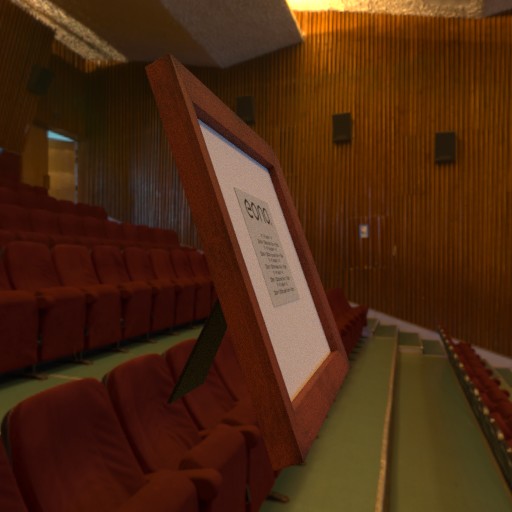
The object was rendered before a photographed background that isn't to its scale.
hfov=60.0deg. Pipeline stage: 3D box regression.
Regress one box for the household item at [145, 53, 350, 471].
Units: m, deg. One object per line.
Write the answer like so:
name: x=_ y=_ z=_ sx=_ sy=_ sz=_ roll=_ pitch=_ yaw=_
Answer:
household item: x=0.000 y=0.000 z=0.373 sx=0.131 sy=0.240 sz=0.240 roll=0 pitch=-1 yaw=18
